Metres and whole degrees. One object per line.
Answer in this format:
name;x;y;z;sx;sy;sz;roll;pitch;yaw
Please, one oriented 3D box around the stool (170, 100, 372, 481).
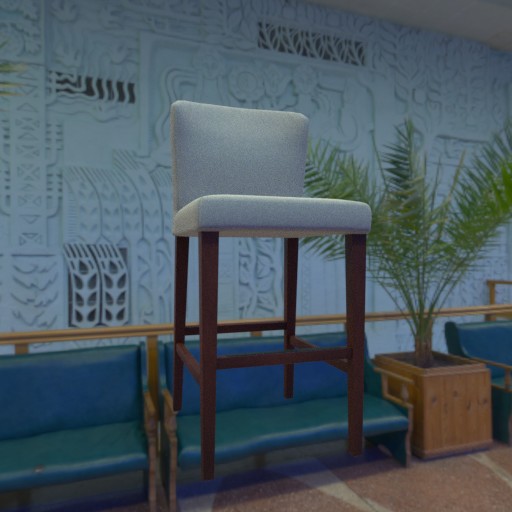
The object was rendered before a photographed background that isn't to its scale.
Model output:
stool;0.000;0.000;1.362;0.479;1.069;0.568;0;1;-18
